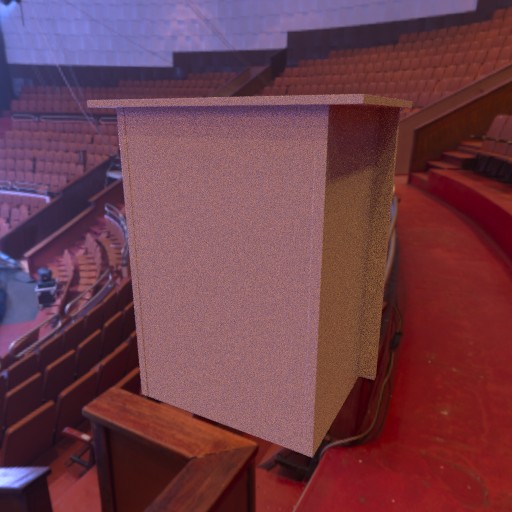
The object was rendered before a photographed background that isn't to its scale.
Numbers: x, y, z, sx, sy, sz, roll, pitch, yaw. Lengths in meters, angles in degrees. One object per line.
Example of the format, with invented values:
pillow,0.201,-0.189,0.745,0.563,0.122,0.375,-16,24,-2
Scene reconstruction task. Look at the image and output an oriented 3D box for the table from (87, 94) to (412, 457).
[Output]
table,0.000,0.000,1.077,0.589,0.711,0.406,9,20,27
